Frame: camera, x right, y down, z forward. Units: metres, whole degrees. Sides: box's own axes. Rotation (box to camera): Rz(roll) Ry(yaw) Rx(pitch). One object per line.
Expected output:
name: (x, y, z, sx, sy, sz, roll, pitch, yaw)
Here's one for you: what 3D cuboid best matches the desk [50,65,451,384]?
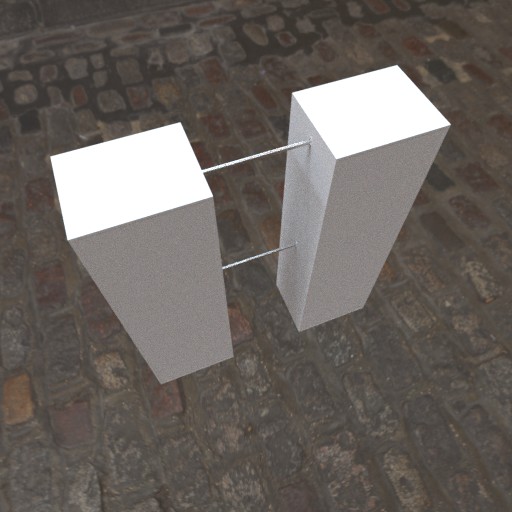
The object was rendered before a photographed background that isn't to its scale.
desk: (0.000, 0.000, 2.868, 1.770, 2.000, 0.480, -19, 60, -11)
